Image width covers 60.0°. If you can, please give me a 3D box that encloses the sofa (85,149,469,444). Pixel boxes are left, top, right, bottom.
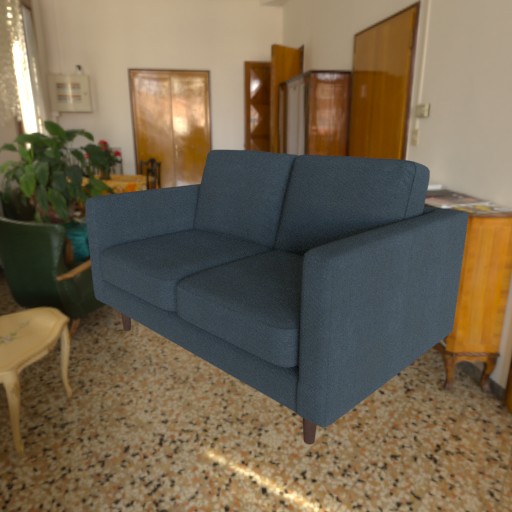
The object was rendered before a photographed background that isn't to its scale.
[{"bbox_3d":[0.000,0.000,2.087,0.999,0.930,1.518,-16,23,-43],"label":"sofa"}]
